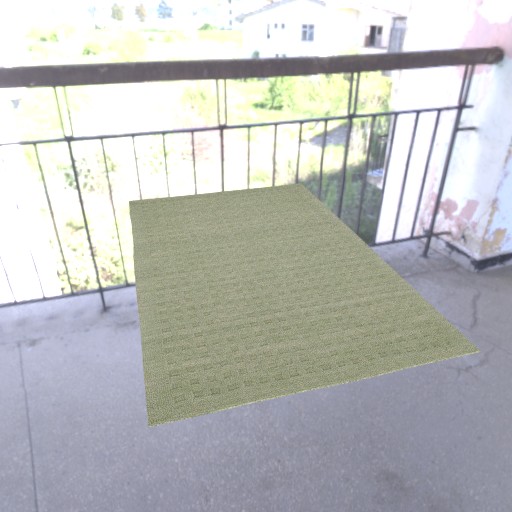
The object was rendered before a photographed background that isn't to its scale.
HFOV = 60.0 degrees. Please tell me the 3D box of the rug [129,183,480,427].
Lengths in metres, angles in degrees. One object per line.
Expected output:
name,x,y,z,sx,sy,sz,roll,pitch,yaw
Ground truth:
rug,0.000,0.000,2.144,1.143,0.006,1.747,-8,31,-14
